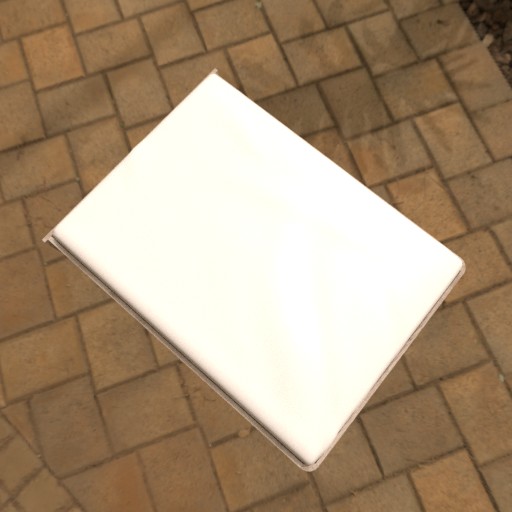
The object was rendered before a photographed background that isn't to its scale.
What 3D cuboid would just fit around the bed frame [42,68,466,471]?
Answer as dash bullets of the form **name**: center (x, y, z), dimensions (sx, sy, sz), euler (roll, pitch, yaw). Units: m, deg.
- **bed frame**: center (0.000, 0.000, 2.636), dimensions (1.950, 0.462, 1.490), euler (40, 79, 9)
